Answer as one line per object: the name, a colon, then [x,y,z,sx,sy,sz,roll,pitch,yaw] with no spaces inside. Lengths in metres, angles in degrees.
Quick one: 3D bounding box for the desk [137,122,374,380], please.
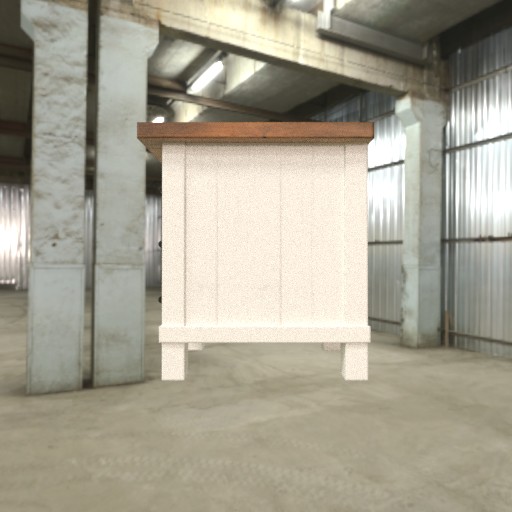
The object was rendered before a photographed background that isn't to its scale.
desk: [0.000,0.000,2.184,0.688,0.760,1.803,0,-1,0]
